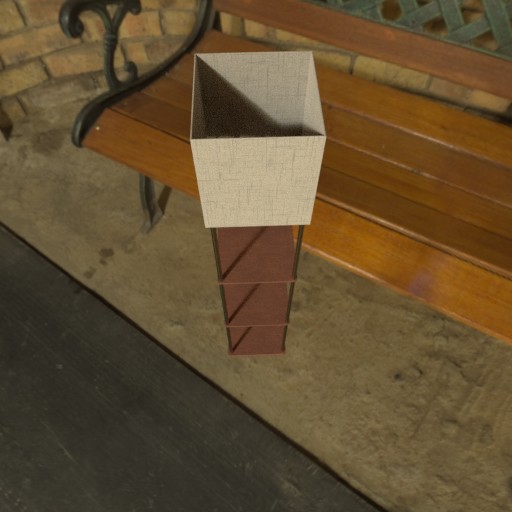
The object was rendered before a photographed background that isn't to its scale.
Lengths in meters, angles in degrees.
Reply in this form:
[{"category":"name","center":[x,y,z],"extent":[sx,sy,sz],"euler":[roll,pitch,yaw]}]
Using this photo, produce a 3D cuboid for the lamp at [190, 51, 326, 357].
[{"category":"lamp","center":[0.000,0.000,1.753],"extent":[0.308,1.569,0.310],"euler":[-2,59,-1]}]
